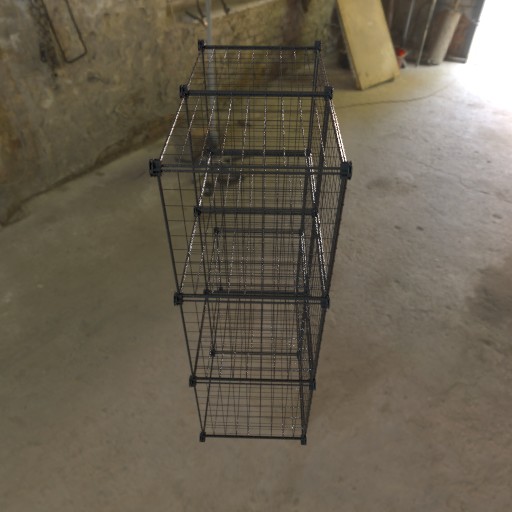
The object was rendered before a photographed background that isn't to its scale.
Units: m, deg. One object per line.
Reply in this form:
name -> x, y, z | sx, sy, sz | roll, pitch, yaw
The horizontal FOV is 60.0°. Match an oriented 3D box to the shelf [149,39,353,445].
shelf -> 0.000, 0.000, 1.386 | 0.356, 1.067, 0.711 | 1, 42, 1
